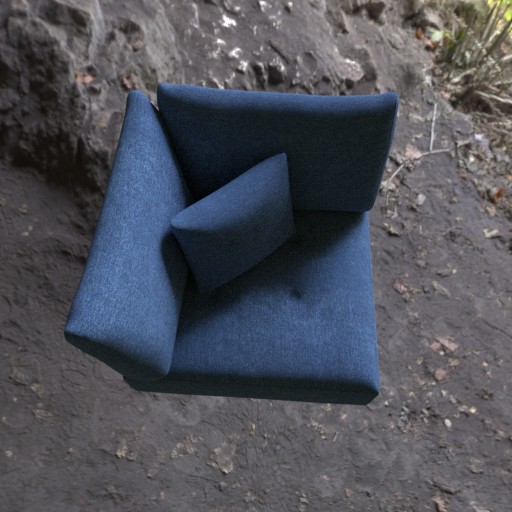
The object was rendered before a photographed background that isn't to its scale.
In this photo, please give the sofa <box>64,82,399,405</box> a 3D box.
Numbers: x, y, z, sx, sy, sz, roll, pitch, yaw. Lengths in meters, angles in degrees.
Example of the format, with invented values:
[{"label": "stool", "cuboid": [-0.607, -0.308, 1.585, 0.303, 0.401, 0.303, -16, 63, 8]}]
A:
[{"label": "sofa", "cuboid": [0.000, 0.000, 1.731, 1.000, 0.820, 1.000, 3, 62, 2]}]
